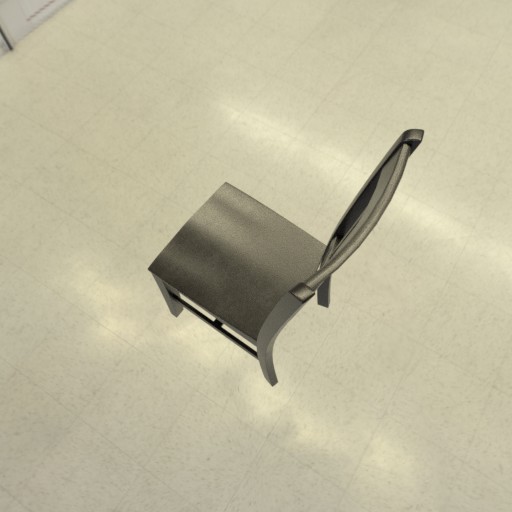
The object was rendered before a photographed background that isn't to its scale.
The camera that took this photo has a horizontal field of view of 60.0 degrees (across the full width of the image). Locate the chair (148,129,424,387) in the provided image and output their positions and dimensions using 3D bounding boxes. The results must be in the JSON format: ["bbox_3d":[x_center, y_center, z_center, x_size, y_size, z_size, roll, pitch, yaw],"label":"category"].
[{"bbox_3d":[0.000,0.000,1.317,0.555,0.998,0.450,33,68,15],"label":"chair"}]
